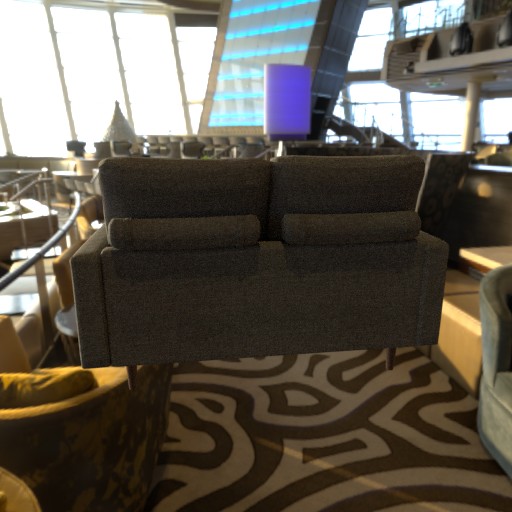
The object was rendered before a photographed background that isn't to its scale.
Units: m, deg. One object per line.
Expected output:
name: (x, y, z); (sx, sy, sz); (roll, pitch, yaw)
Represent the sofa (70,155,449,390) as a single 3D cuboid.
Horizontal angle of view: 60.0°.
sofa: (0.000, 0.000, 2.004); (1.407, 0.907, 0.842); (-2, 15, -8)
